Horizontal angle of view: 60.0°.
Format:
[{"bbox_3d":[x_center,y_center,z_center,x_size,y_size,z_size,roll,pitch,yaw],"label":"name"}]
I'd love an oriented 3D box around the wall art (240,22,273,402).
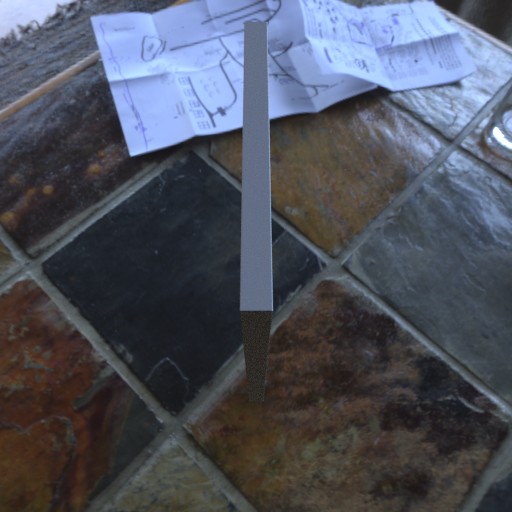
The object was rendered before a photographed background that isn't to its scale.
[{"bbox_3d":[0.000,0.000,0.973,0.039,0.753,0.511,0,64,0],"label":"wall art"}]
